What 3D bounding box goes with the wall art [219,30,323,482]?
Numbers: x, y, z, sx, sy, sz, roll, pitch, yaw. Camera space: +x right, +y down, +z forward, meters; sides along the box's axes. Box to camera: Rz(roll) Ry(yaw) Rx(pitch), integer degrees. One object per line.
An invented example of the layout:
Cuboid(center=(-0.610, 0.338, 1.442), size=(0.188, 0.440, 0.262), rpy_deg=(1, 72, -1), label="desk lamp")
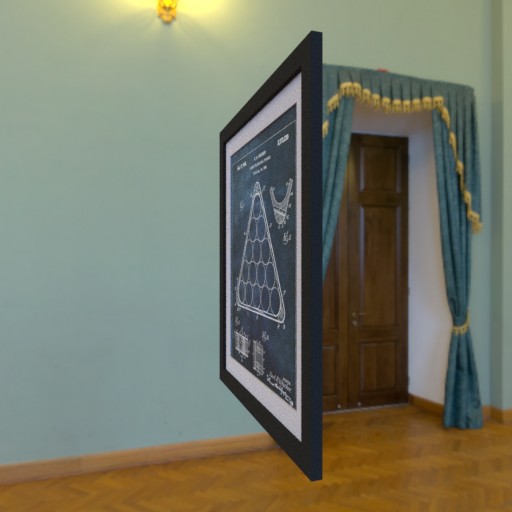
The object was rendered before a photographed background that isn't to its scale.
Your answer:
Cuboid(center=(0.000, 0.000, 0.504), size=(0.010, 0.361, 0.311), rpy_deg=(0, 0, -18), label="wall art")
